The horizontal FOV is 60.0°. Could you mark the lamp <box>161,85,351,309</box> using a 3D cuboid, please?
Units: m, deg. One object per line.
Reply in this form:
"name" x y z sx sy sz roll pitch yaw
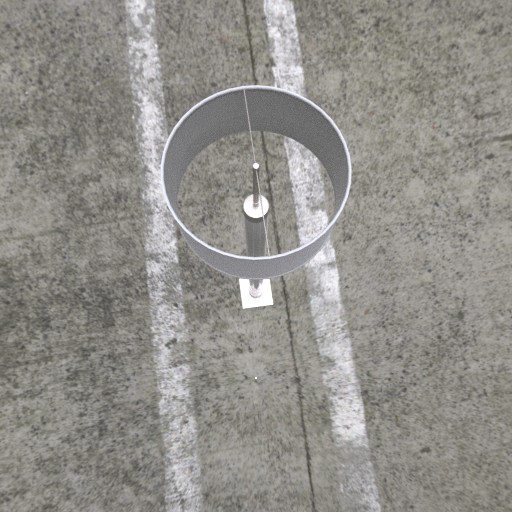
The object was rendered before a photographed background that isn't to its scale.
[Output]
"lamp" 0.000 0.000 1.672 0.420 1.475 0.420 -8 75 -2
